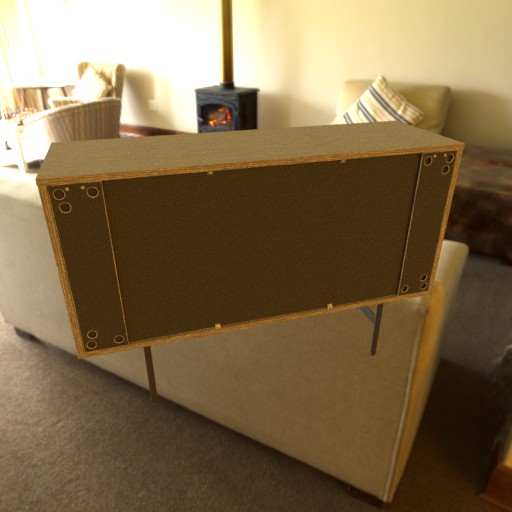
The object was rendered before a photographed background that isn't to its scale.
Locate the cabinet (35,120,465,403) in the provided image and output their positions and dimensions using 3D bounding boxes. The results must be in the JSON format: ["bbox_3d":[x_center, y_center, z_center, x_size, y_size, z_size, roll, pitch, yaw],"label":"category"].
[{"bbox_3d":[0.000,0.000,1.535,1.194,0.787,0.405,-8,29,-15],"label":"cabinet"}]
